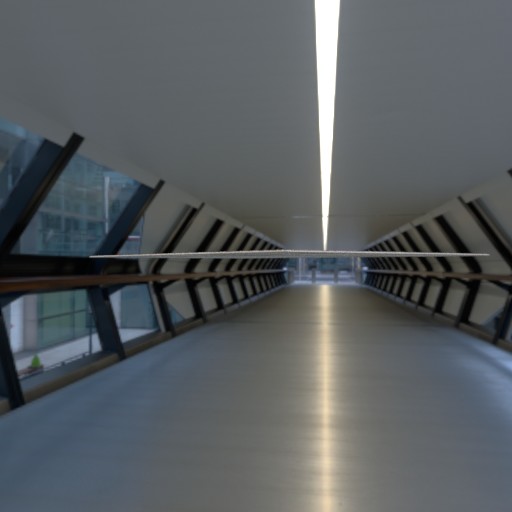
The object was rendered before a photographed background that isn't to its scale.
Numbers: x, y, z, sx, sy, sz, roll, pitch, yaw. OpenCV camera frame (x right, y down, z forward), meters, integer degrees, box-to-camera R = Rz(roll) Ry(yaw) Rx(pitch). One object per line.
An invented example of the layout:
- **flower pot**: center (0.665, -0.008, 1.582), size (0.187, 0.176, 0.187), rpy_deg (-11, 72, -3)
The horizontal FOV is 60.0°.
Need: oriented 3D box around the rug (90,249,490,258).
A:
- **rug**: center (0.000, 0.000, 3.059), size (1.536, 0.012, 2.431), rpy_deg (1, -1, -37)
